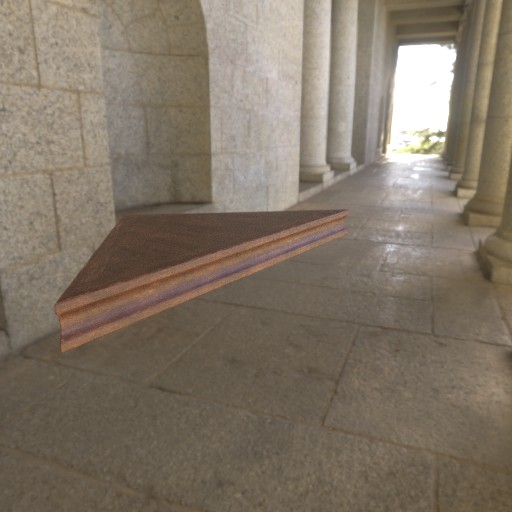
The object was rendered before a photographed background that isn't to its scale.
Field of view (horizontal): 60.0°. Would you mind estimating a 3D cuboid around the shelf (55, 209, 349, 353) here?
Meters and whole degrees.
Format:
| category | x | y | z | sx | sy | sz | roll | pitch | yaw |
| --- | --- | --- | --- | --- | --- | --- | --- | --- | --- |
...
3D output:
| category | x | y | z | sx | sy | sz | roll | pitch | yaw |
| --- | --- | --- | --- | --- | --- | --- | --- | --- | --- |
| shelf | 0.000 | 0.000 | 0.441 | 0.296 | 0.035 | 0.296 | -2 | 16 | -8 |
